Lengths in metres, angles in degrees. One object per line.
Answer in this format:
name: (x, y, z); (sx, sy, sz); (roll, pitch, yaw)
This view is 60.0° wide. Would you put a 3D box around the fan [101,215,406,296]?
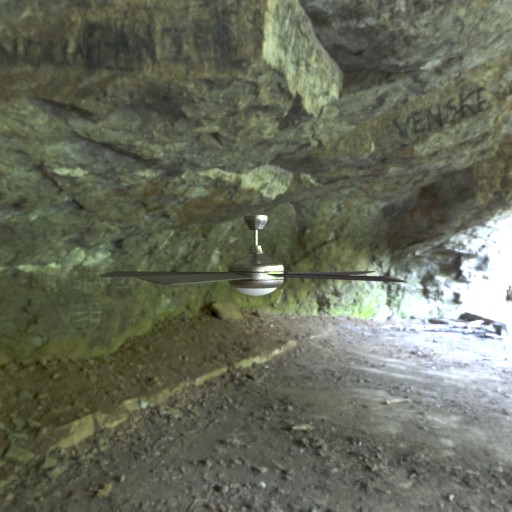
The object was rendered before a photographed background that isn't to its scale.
fan: (0.000, 0.000, 1.988); (1.321, 0.356, 1.321); (0, -1, -19)
